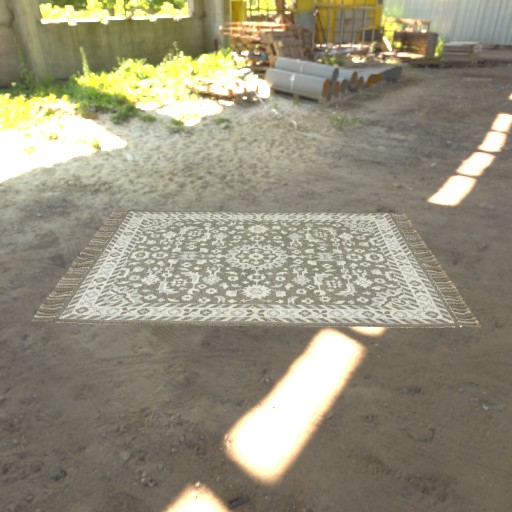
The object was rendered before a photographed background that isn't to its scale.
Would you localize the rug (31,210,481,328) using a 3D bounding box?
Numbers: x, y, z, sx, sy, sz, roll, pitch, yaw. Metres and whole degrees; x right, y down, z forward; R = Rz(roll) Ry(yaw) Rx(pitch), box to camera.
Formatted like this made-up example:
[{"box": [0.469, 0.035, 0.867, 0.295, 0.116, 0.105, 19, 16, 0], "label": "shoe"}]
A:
[{"box": [0.000, 0.000, 3.031, 2.431, 0.025, 1.530, 1, 29, 1], "label": "rug"}]
